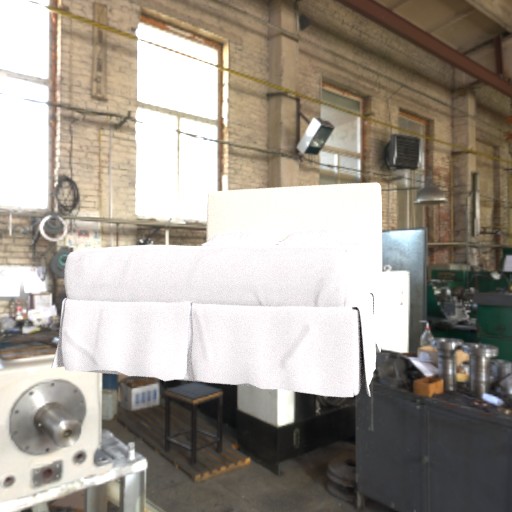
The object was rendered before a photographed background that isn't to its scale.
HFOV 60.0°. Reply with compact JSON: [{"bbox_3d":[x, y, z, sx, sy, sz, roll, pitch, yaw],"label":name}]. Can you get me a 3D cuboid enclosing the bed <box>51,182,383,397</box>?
[{"bbox_3d":[0.000,0.000,3.170,1.713,1.330,2.142,0,-1,18],"label":"bed"}]
